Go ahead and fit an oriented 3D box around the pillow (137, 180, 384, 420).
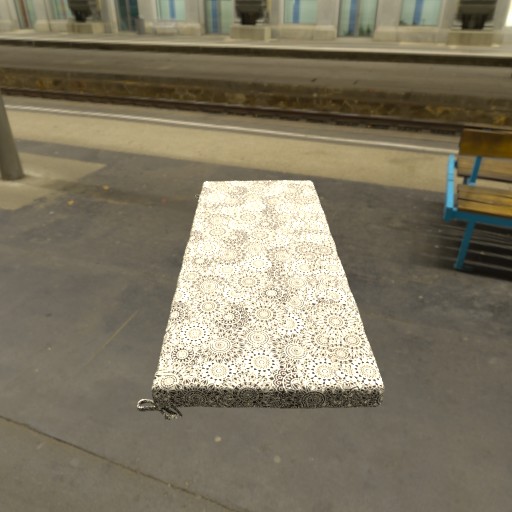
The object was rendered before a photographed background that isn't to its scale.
[{"bbox_3d":[0.000,0.000,1.358,0.492,0.081,1.187,0,30,-1],"label":"pillow"}]
